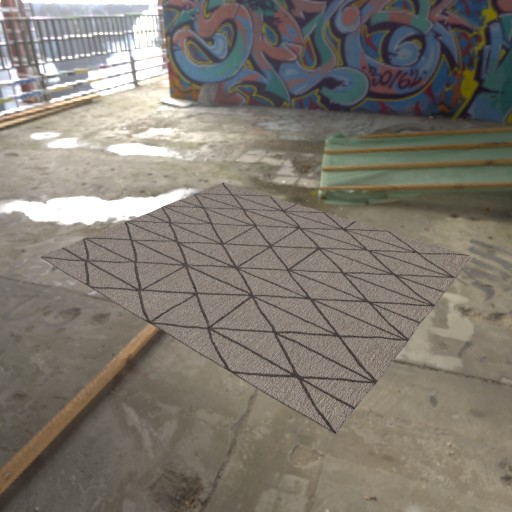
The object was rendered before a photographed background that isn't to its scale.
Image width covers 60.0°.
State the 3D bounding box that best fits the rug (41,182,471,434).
[{"bbox_3d":[0.000,0.000,4.003,3.061,0.022,2.468,22,36,33],"label":"rug"}]
